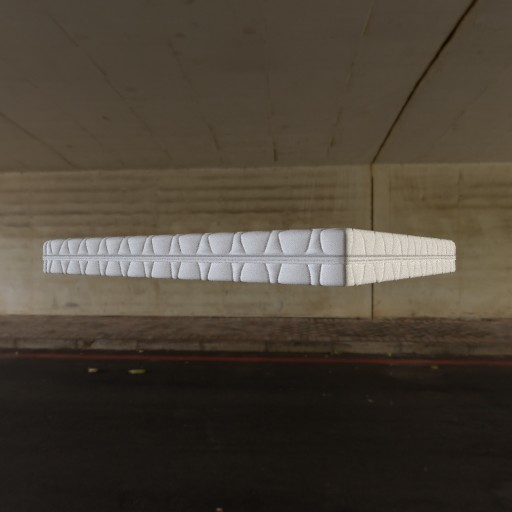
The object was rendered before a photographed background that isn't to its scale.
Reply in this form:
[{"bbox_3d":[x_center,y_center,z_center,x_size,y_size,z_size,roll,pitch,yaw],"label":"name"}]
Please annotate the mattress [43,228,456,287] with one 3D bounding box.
[{"bbox_3d":[0.000,0.000,2.648,1.900,0.200,1.600,0,0,36],"label":"mattress"}]
